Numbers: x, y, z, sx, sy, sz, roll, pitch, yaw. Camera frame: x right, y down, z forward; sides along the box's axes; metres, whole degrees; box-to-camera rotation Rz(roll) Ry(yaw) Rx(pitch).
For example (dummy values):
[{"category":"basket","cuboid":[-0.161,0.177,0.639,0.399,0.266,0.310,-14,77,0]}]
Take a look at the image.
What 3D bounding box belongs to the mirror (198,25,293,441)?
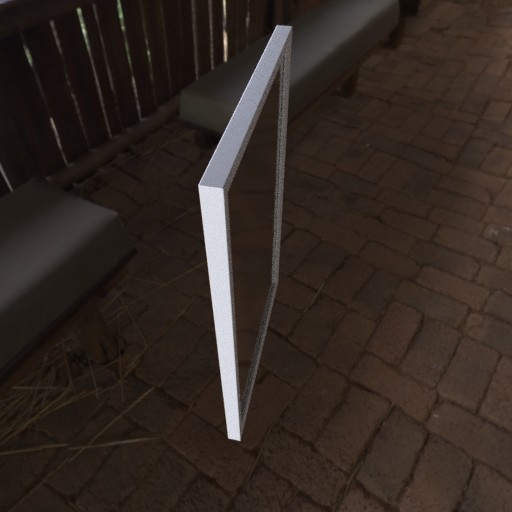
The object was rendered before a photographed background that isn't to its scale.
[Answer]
[{"category":"mirror","cuboid":[0.000,0.000,1.150,0.041,0.914,0.609,9,47,8]}]
